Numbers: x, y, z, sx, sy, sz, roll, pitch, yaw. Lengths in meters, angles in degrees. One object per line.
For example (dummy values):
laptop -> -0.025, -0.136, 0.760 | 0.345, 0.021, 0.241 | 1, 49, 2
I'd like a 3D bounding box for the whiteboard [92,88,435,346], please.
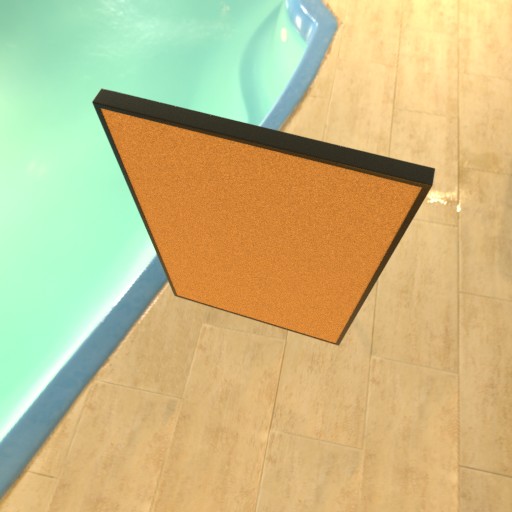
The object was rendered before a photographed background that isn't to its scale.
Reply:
whiteboard -> 0.000, 0.000, 0.780 | 0.406, 0.611, 0.026 | 16, 64, 8
